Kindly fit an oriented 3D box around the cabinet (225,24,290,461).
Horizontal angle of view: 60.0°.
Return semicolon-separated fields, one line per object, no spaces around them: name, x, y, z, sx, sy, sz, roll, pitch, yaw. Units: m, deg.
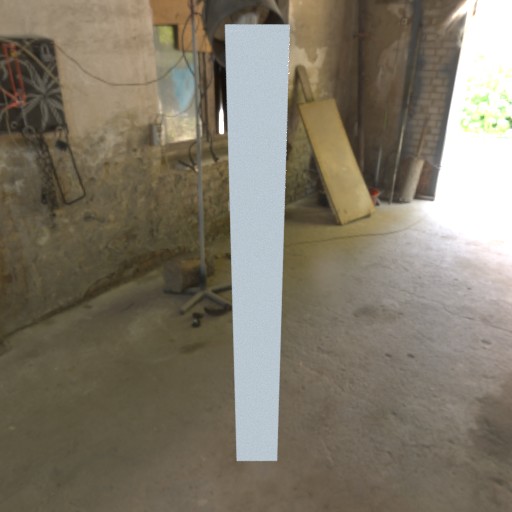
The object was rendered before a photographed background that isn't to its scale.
cabinet;0.000;0.000;1.935;0.192;1.770;0.643;0;26;0
